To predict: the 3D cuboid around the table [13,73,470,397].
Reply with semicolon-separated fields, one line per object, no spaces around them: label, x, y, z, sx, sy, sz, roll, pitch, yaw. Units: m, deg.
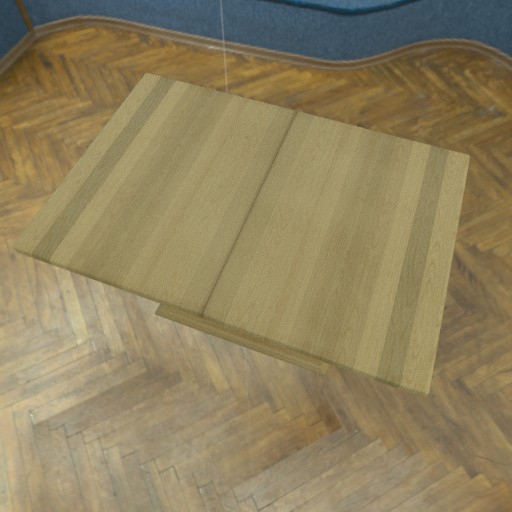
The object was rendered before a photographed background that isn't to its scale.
table;0.000;0.000;1.812;1.300;0.770;0.900;18;61;10
